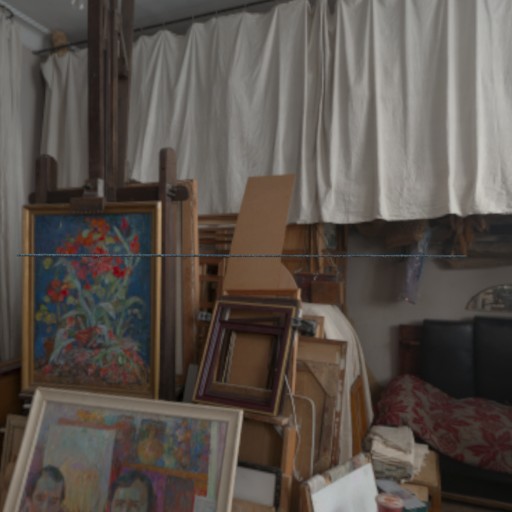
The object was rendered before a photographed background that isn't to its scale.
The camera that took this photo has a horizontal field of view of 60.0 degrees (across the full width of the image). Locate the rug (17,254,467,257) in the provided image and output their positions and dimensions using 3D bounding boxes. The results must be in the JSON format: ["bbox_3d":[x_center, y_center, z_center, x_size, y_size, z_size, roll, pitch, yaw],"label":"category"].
[{"bbox_3d":[0.000,0.000,2.677,2.459,0.010,0.801,0,0,-19],"label":"rug"}]
